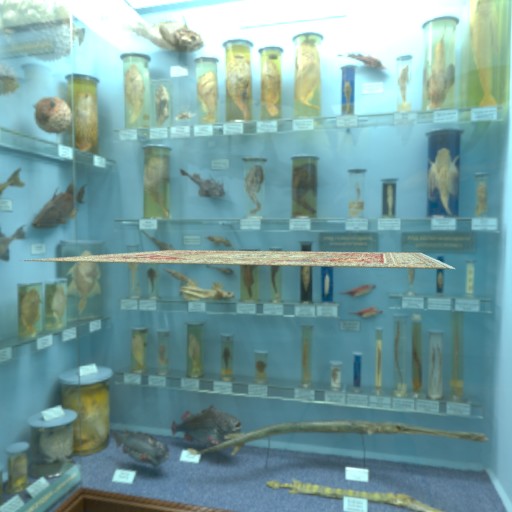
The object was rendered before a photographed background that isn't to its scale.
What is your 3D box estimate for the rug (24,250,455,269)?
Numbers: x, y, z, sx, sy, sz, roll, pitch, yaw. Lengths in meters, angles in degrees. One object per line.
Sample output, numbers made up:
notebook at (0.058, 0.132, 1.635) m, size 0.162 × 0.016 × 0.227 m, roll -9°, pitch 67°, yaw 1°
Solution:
rug at (0.000, 0.000, 4.180) m, size 3.143 × 0.008 × 2.451 m, roll 1°, pitch 3°, yaw 16°
